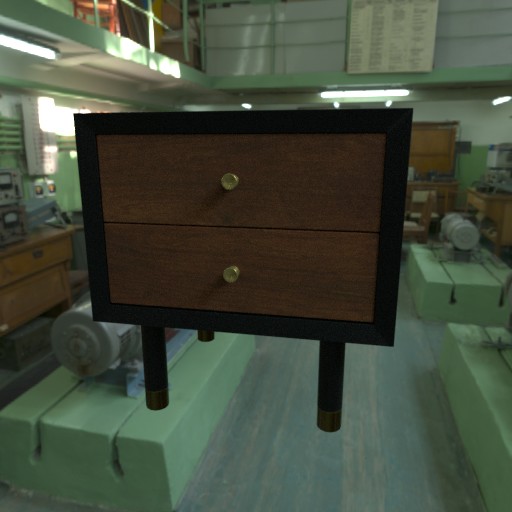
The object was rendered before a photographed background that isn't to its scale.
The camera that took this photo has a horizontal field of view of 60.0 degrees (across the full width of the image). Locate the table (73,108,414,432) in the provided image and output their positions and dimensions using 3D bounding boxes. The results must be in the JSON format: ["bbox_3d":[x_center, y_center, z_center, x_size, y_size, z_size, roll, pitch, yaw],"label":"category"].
[{"bbox_3d":[0.000,0.000,0.978,0.564,0.584,0.441,3,14,11],"label":"table"}]
